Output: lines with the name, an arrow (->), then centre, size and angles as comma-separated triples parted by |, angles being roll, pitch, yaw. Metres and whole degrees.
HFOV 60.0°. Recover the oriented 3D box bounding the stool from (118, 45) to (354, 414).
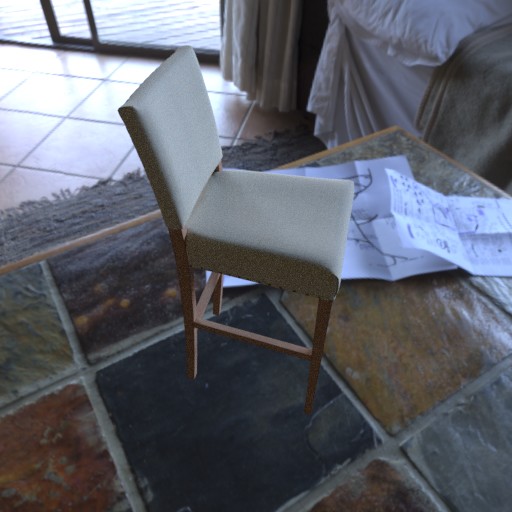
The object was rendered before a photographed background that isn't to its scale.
stool -> 0.000, 0.000, 1.435 | 0.546, 1.143, 0.428 | 10, 46, 10
